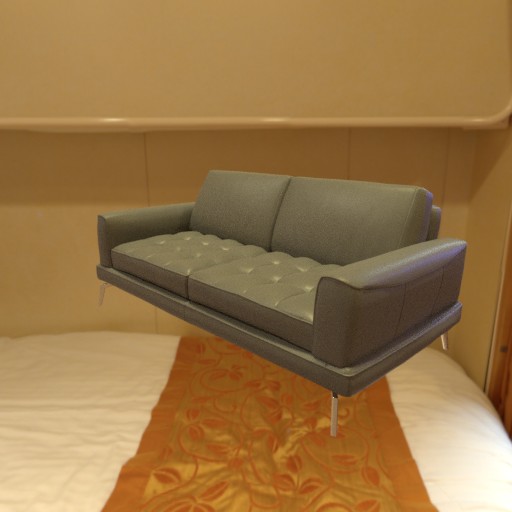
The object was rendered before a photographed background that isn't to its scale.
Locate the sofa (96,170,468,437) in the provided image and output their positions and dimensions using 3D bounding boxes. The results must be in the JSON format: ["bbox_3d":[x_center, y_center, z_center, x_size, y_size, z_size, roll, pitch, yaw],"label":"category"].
[{"bbox_3d":[0.000,0.000,2.713,1.121,0.930,2.177,-14,21,-42],"label":"sofa"}]
